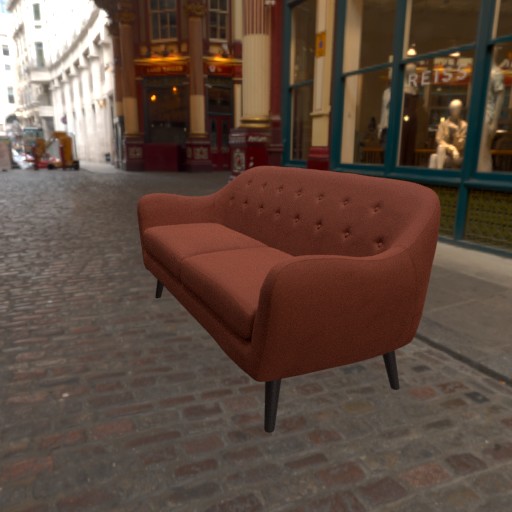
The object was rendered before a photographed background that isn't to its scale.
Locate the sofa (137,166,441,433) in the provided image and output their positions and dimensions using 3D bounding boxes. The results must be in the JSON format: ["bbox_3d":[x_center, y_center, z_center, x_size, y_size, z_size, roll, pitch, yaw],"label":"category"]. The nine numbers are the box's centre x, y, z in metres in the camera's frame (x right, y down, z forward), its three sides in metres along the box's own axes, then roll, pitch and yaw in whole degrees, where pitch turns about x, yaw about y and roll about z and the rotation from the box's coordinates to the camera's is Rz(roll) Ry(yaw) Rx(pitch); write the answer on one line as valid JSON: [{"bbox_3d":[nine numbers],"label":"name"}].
[{"bbox_3d":[0.000,0.000,2.257,0.820,0.836,1.840,-7,17,-26],"label":"sofa"}]
